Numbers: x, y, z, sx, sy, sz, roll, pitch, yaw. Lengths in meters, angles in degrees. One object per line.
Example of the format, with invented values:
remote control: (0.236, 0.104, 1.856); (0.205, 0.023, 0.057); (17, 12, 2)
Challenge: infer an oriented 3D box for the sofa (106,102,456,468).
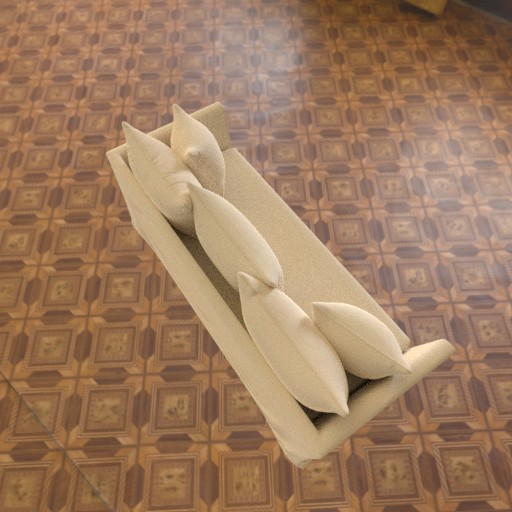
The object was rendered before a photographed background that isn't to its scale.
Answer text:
sofa: (0.000, 0.000, 3.016); (1.030, 1.042, 2.484); (-30, 63, -17)
